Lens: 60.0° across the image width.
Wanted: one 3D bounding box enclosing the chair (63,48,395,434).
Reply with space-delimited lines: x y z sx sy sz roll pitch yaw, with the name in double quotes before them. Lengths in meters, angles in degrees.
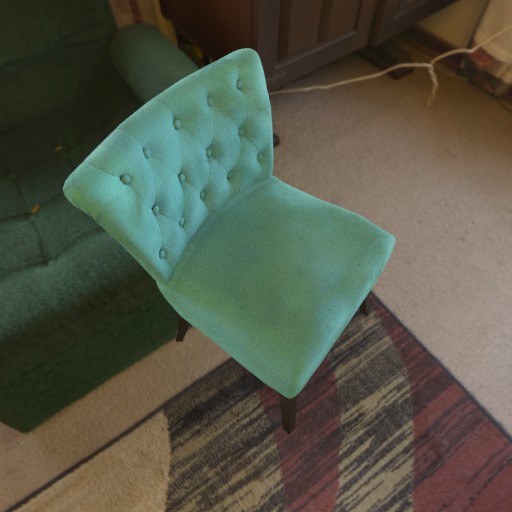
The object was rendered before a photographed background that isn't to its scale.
"chair" 0.000 0.000 1.179 0.605 0.750 0.582 32 62 19
